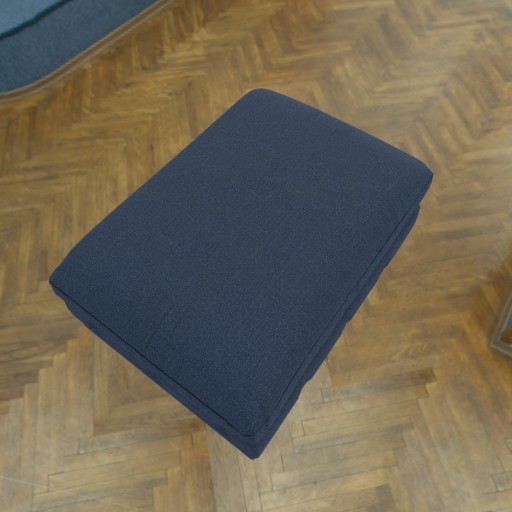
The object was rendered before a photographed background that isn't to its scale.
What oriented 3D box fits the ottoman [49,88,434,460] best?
[{"bbox_3d":[0.000,0.000,1.119,0.558,0.486,0.767,32,63,18],"label":"ottoman"}]
